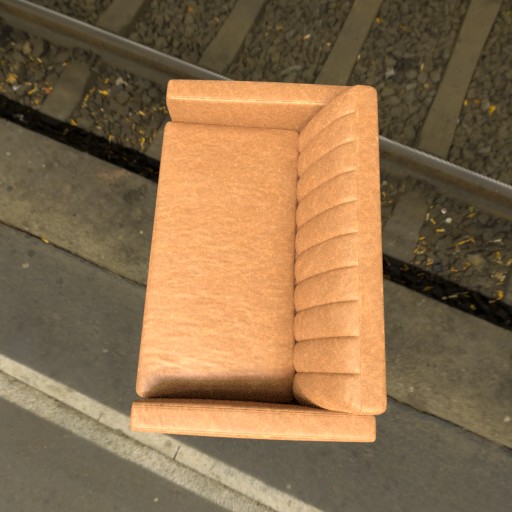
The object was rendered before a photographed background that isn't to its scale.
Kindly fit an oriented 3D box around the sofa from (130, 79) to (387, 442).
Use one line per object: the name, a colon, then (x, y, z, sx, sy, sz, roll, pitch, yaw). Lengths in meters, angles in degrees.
sofa: (0.000, 0.000, 2.069, 0.960, 0.820, 1.549, 2, 75, 1)
